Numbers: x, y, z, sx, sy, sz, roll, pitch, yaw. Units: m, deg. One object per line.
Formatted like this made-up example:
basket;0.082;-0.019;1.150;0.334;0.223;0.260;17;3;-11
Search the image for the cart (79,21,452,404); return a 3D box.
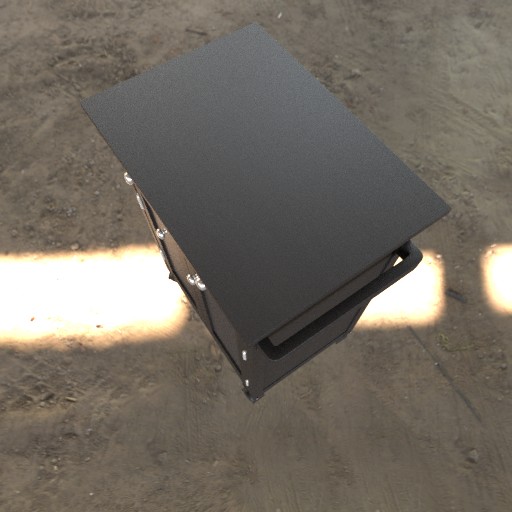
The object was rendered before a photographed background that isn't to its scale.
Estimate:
cart;0.000;0.000;1.263;0.456;0.879;0.660;-32;67;-15
